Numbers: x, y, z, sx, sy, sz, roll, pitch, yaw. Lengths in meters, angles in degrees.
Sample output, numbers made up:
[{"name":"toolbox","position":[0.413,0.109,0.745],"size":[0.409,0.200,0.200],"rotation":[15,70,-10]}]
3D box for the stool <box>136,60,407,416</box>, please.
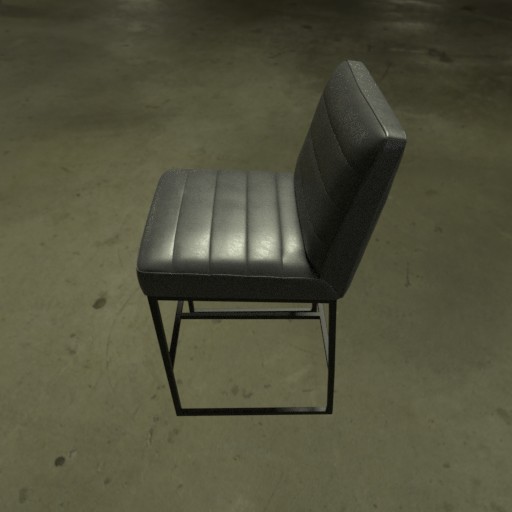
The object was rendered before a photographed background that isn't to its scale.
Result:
[{"name":"stool","position":[0.000,0.000,1.246],"size":[0.552,0.938,0.457],"rotation":[0,41,-1]}]
